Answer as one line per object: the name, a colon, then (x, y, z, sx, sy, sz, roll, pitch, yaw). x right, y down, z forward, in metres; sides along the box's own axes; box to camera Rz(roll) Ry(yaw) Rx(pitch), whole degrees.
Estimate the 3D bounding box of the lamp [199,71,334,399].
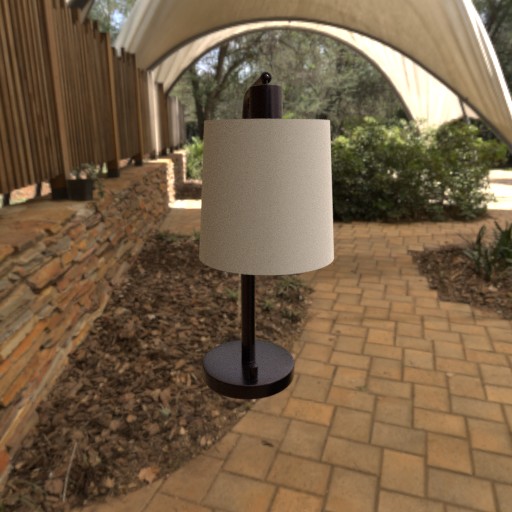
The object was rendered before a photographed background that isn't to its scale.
lamp: (0.000, 0.000, 0.652, 0.171, 0.489, 0.333, -3, 16, -9)
